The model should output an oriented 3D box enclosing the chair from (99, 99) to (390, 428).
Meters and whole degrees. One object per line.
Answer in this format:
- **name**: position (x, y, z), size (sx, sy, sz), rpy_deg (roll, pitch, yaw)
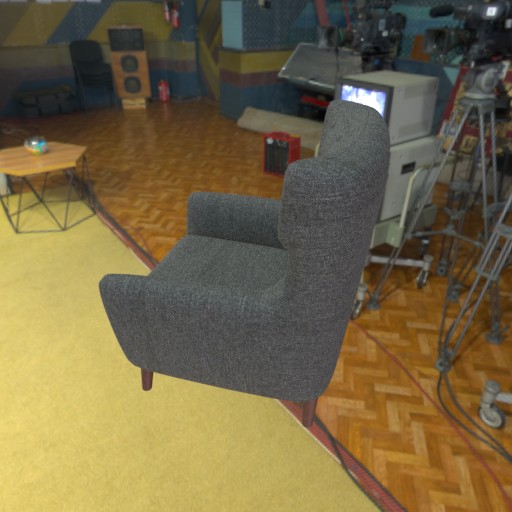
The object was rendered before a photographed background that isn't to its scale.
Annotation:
- **chair**: position (0.000, 0.000, 1.748), size (0.904, 1.063, 0.878), rpy_deg (8, 31, 13)
